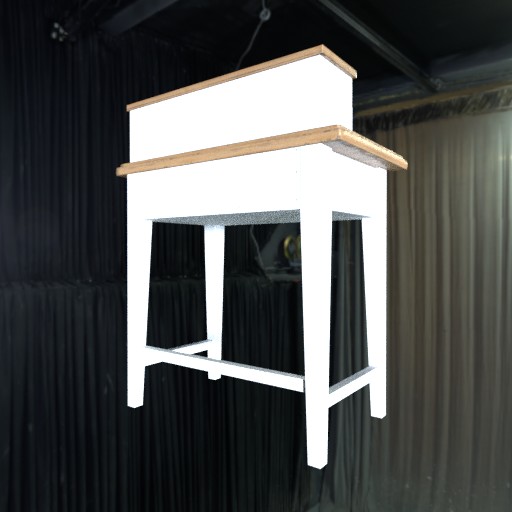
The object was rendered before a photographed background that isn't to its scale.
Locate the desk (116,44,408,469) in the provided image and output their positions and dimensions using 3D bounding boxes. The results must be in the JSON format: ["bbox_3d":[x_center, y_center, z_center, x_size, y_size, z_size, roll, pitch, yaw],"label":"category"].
[{"bbox_3d":[0.000,0.000,1.419,0.814,0.981,0.462,0,1,37],"label":"desk"}]
